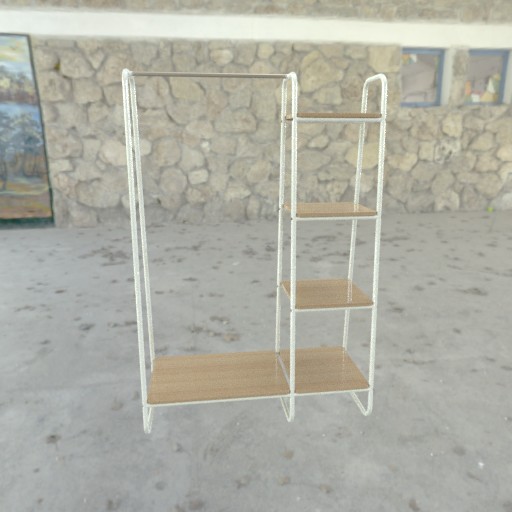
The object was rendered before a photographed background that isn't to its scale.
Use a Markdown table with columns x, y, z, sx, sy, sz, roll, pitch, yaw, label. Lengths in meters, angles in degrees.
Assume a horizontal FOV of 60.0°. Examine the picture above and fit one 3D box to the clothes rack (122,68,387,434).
| x | y | z | sx | sy | sz | roll | pitch | yaw | label |
| --- | --- | --- | --- | --- | --- | --- | --- | --- | --- |
| 0.000 | 0.000 | 1.950 | 1.011 | 1.500 | 0.400 | -2 | 15 | -7 | clothes rack |
